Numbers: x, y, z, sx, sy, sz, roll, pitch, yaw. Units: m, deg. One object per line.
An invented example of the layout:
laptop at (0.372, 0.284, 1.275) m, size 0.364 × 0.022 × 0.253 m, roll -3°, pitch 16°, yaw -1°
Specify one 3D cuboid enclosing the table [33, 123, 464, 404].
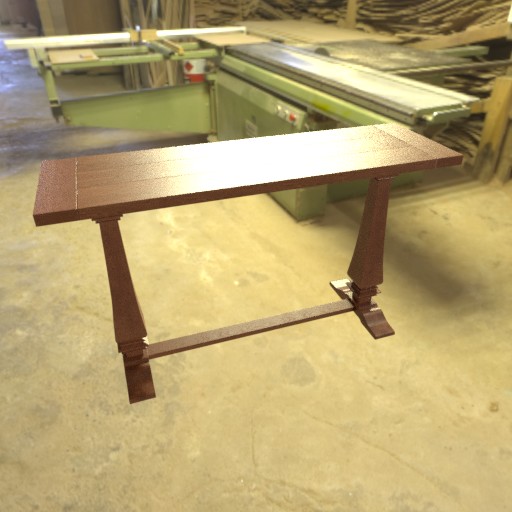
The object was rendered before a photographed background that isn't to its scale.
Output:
table at (0.000, 0.000, 1.850) m, size 1.478 × 0.852 × 0.461 m, roll -11°, pitch 34°, yaw -16°
